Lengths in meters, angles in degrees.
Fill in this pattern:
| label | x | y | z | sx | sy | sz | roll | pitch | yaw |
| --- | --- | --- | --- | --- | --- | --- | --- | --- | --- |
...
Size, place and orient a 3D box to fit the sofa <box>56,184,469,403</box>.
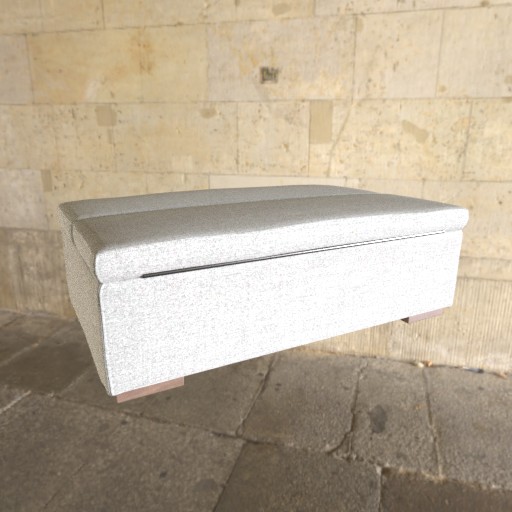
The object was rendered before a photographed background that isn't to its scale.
| label | x | y | z | sx | sy | sz | roll | pitch | yaw |
| --- | --- | --- | --- | --- | --- | --- | --- | --- | --- |
| sofa | 0.000 | 0.000 | 1.623 | 1.250 | 0.434 | 0.817 | -8 | 18 | -27 |
